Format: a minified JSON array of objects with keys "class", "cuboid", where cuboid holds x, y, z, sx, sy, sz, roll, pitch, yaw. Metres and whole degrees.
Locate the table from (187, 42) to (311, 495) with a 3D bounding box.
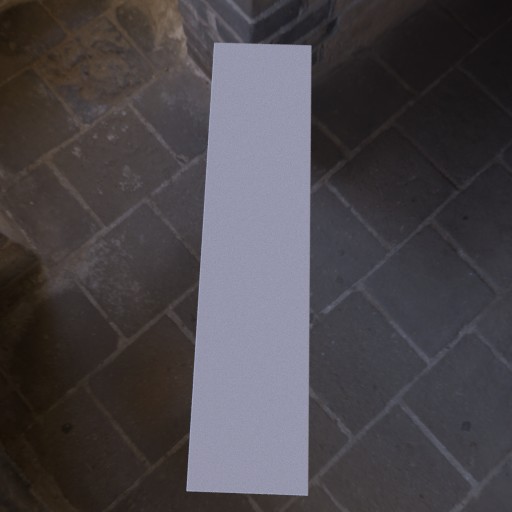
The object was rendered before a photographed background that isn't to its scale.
[{"class":"table","cuboid":[0.000,0.000,1.803,0.390,0.420,1.650,2,77,0]}]
